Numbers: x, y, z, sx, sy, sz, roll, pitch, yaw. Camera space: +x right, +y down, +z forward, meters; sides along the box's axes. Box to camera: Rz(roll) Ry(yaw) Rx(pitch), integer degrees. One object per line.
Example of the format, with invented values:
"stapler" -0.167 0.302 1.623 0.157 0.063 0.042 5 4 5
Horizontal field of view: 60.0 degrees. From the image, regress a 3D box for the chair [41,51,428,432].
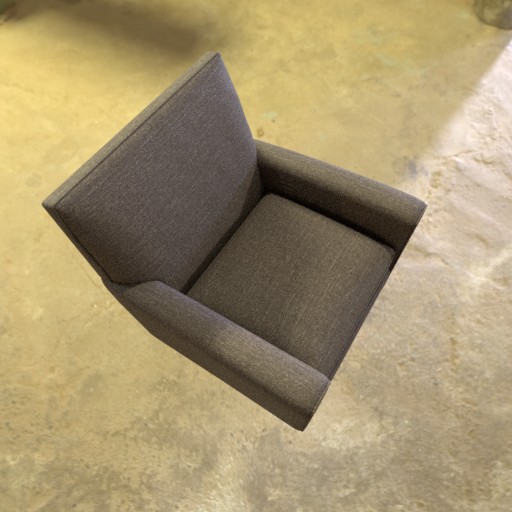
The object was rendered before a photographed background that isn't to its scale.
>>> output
"chair" 0.000 0.000 1.585 0.875 0.885 0.838 29 64 16
